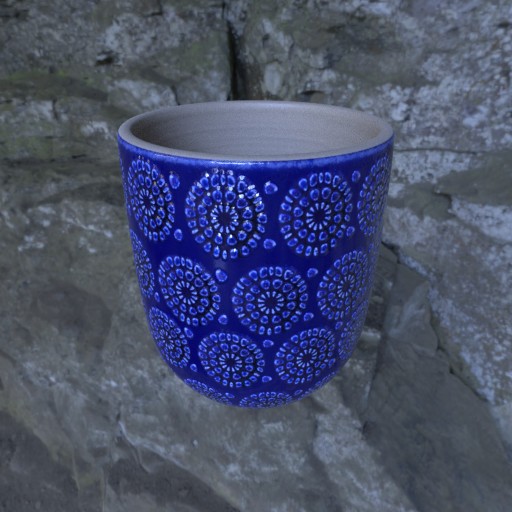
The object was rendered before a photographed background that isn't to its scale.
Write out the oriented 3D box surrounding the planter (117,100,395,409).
[{"bbox_3d":[0.000,0.000,0.348,0.184,0.206,0.184,0,28,0],"label":"planter"}]
